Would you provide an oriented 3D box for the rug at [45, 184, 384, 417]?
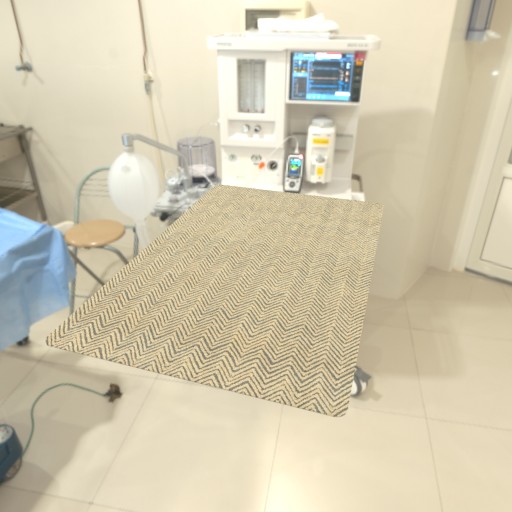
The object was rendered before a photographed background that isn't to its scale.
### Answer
[{"bbox_3d":[0.000,0.000,2.240,1.144,0.008,1.752,9,31,15],"label":"rug"}]
